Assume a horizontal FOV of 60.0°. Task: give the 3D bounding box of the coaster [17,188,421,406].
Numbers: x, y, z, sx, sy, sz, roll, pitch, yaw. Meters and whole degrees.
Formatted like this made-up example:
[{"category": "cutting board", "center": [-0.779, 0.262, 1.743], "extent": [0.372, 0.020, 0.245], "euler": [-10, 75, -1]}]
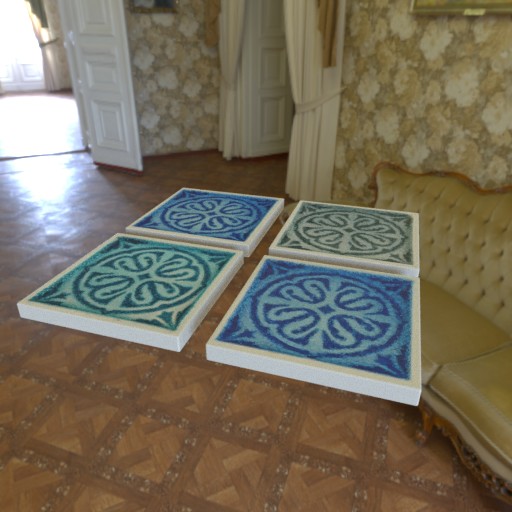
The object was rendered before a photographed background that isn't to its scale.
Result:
[{"category": "coaster", "center": [0.000, 0.000, 0.315], "extent": [0.219, 0.010, 0.214], "euler": [8, 29, 16]}]
